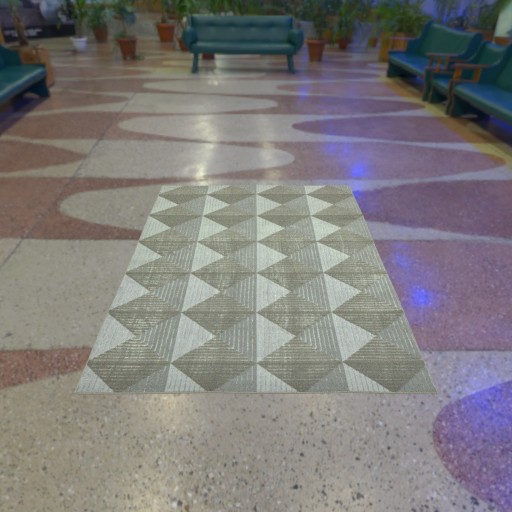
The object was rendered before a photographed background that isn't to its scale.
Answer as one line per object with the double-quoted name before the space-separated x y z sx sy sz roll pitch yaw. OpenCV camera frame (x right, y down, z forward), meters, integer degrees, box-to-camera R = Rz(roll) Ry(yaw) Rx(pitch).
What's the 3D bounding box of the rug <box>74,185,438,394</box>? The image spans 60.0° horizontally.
"rug" 0.000 0.000 4.342 2.428 0.027 3.333 0 33 0
